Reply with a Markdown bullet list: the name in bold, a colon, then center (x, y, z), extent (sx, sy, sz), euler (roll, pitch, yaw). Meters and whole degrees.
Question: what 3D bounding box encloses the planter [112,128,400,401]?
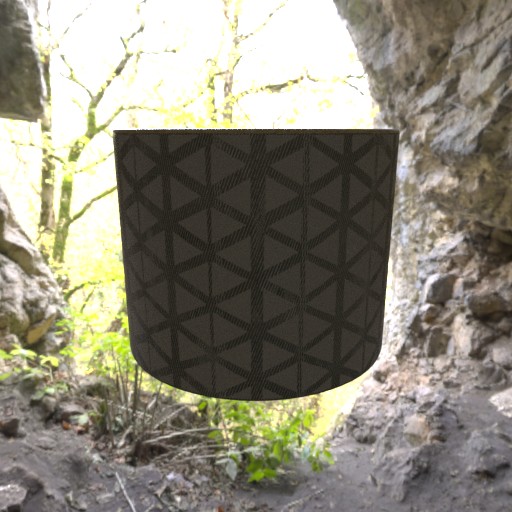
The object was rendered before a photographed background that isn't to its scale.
- **planter**: center (0.000, 0.000, 0.331), extent (0.190, 0.181, 0.190), euler (0, 16, 0)
